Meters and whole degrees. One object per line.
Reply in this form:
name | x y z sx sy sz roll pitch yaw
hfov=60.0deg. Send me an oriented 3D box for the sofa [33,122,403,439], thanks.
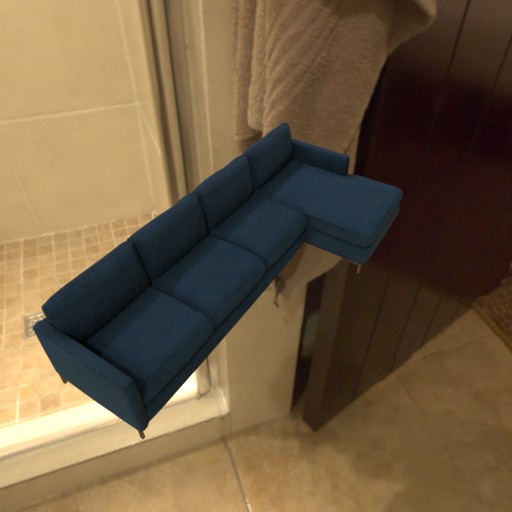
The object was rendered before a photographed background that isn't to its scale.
sofa | 0.000 0.000 3.394 1.350 0.810 2.932 24 48 24
